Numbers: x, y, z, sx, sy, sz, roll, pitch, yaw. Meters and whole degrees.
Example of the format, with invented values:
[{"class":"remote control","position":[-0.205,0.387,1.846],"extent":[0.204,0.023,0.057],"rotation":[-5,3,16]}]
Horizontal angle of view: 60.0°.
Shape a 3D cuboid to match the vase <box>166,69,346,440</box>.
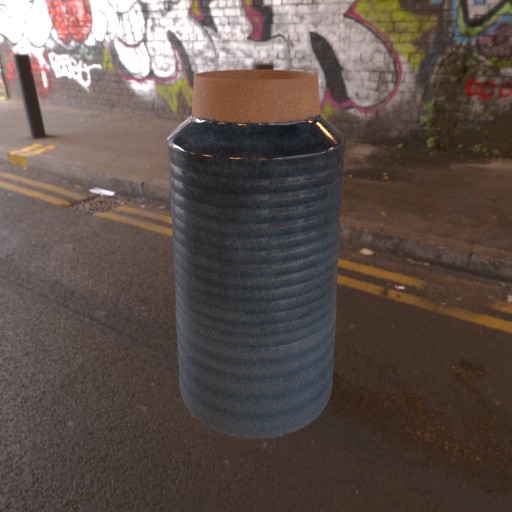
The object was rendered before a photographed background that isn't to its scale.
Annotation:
[{"class":"vase","position":[0.000,0.000,0.414],"extent":[0.163,0.316,0.163],"rotation":[0,27,0]}]
